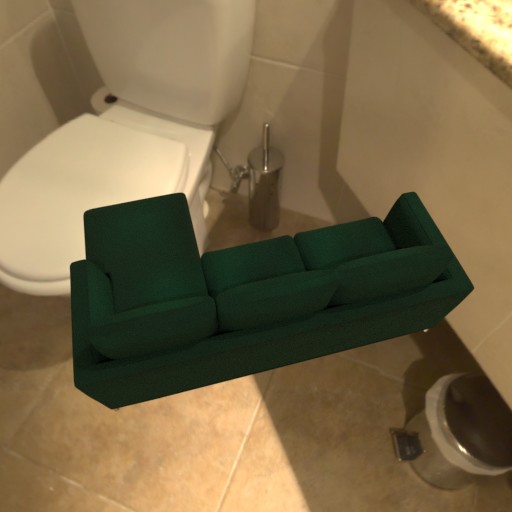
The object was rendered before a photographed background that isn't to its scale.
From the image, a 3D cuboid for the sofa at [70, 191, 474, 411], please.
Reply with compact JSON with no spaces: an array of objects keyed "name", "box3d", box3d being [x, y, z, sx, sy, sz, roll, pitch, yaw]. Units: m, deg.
[{"name":"sofa","box3d":[0.000,0.000,3.175,2.441,1.007,1.489,-12,57,-8]}]
